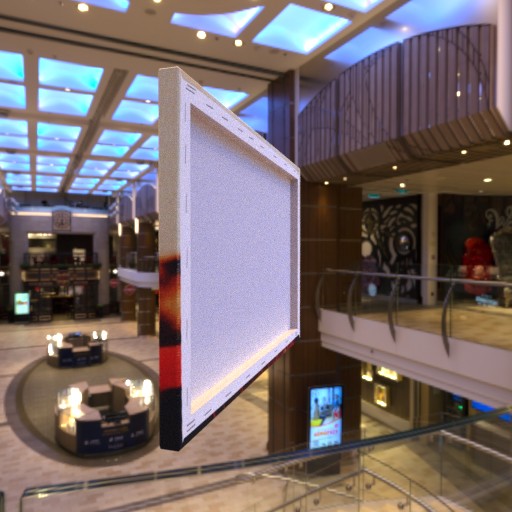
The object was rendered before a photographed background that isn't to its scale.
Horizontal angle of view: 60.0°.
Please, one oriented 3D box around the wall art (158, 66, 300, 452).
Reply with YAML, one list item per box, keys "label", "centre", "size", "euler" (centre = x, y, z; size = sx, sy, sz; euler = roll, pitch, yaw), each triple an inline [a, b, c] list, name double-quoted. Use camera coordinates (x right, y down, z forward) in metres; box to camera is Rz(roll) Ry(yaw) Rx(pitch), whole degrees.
- label: "wall art"
  centre: [0.000, 0.000, 1.133]
  size: [0.038, 0.602, 0.918]
  euler: [0, 1, 17]
